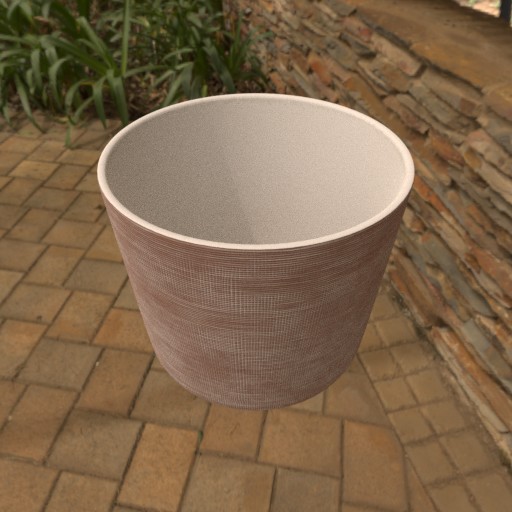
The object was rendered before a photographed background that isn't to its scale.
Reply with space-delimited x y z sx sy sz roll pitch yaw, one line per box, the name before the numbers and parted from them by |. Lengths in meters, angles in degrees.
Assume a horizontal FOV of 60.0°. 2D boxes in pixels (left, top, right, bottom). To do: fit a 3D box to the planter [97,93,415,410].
planter | 0.000 0.000 0.764 0.440 0.398 0.440 0 41 0
